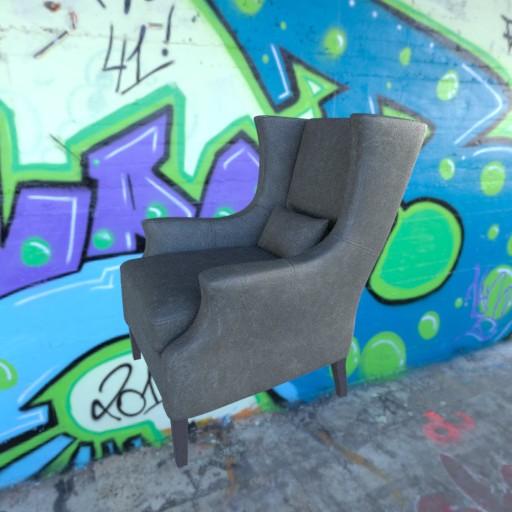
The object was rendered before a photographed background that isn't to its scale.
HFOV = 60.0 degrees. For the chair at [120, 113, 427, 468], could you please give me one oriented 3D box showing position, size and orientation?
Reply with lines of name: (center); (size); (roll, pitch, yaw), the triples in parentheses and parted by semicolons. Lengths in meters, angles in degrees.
chair: (0.000, 0.000, 1.665); (0.926, 1.016, 0.853); (-8, 19, -24)
